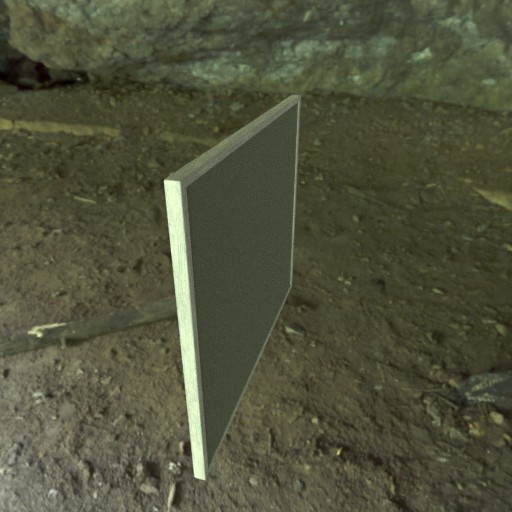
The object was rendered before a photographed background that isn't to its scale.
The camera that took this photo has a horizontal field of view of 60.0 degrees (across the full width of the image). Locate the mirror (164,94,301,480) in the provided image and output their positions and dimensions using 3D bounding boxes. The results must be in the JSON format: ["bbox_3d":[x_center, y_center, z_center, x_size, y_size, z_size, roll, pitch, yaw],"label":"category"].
[{"bbox_3d":[0.000,0.000,1.167,0.028,0.689,0.839,8,30,15],"label":"mirror"}]
